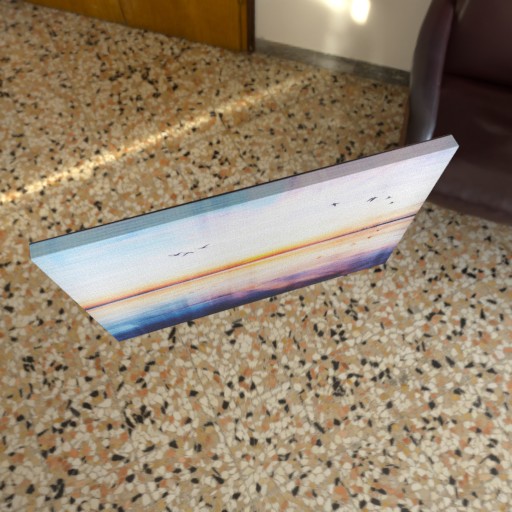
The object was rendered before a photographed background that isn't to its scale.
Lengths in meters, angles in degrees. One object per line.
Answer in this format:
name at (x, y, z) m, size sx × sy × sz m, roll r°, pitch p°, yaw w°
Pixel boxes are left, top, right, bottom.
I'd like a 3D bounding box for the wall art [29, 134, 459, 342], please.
wall art at (0.000, 0.000, 1.182) m, size 0.911 × 0.605 × 0.037 m, roll -16°, pitch 65°, yaw -7°
